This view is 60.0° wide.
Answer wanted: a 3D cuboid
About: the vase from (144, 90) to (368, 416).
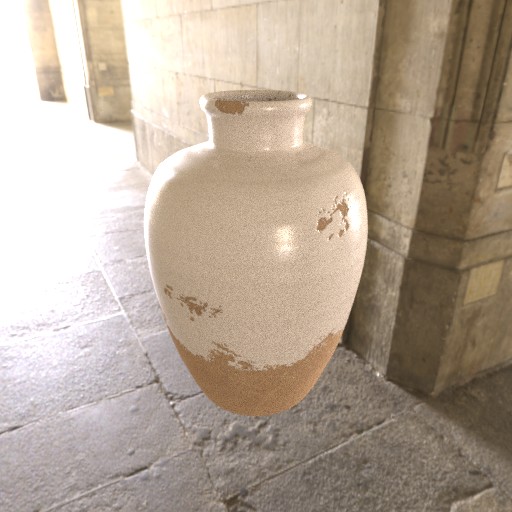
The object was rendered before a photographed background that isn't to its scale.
[{"bbox_3d":[0.000,0.000,0.333,0.158,0.228,0.158,0,26,0],"label":"vase"}]
